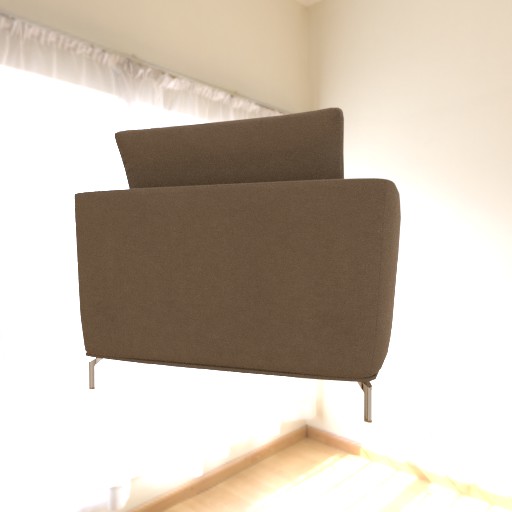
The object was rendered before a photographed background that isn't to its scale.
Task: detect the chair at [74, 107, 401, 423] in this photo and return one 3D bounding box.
[{"bbox_3d":[0.000,0.000,1.678,1.041,0.864,0.889,0,1,18],"label":"chair"}]
